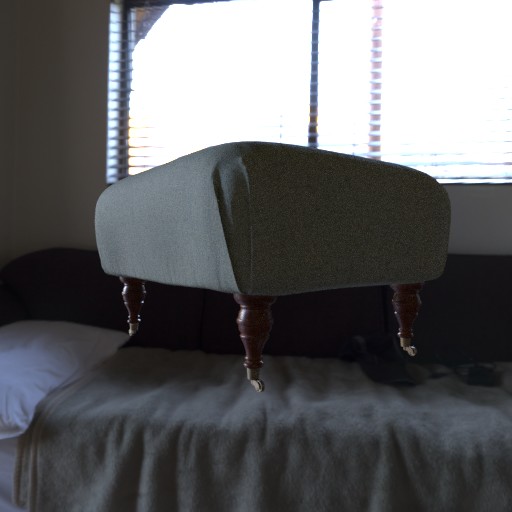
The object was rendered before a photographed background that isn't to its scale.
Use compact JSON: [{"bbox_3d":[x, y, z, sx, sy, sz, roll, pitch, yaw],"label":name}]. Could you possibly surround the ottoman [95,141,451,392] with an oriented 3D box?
[{"bbox_3d":[0.000,0.000,1.113,0.622,0.450,0.747,-1,1,-36],"label":"ottoman"}]
